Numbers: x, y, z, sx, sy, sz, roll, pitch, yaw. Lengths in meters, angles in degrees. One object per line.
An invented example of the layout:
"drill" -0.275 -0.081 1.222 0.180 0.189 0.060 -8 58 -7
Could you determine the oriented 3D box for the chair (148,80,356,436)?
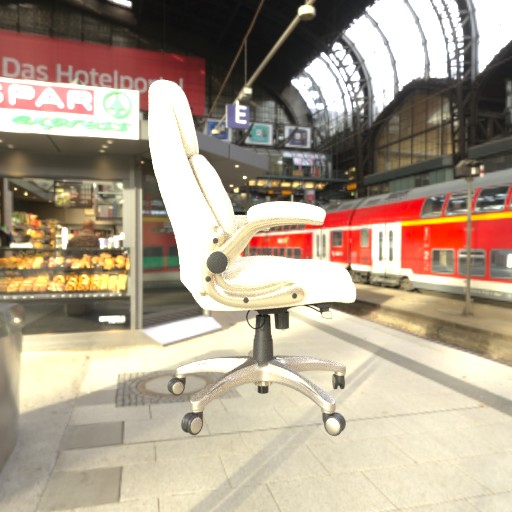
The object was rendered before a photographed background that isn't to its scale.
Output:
"chair" 0.000 0.000 1.661 0.794 1.110 0.740 0 2 -17
